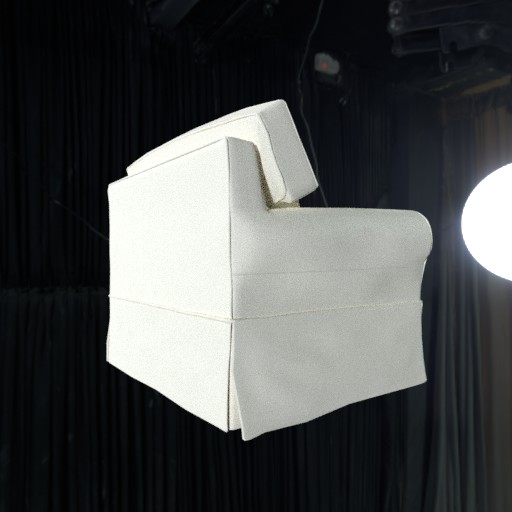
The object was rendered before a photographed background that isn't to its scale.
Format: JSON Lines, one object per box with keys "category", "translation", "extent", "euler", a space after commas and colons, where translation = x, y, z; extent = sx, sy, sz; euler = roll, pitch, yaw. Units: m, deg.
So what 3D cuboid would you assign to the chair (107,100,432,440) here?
{"category": "chair", "translation": [0.000, 0.000, 1.814], "extent": [0.904, 0.958, 1.099], "euler": [0, 0, -36]}
